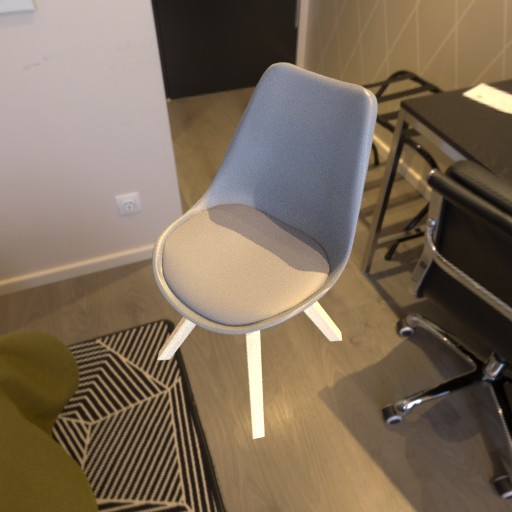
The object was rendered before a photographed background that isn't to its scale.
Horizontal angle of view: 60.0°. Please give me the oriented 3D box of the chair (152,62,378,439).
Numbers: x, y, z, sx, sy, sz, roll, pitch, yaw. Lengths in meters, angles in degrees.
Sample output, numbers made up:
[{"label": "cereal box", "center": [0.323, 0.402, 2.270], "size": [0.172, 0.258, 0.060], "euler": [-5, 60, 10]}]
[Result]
[{"label": "chair", "center": [0.000, 0.000, 1.230], "size": [0.485, 0.850, 0.550], "euler": [30, 53, 26]}]
